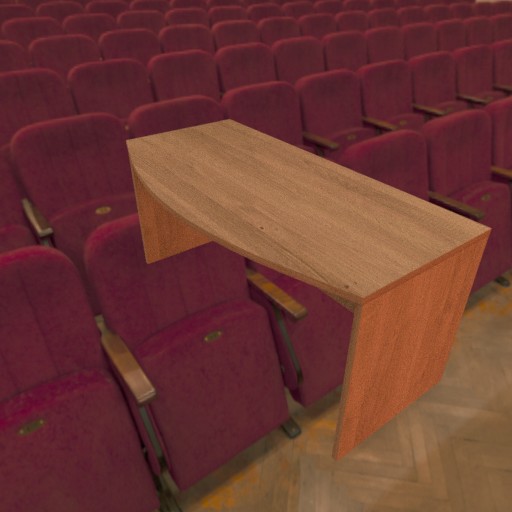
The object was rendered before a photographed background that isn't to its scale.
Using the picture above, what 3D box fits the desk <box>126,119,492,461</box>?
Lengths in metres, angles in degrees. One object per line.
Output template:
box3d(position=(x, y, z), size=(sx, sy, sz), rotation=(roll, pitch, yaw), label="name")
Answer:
box3d(position=(0.000, 0.000, 2.045), size=(0.802, 0.752, 1.600), rotation=(-22, 39, -30), label="desk")
